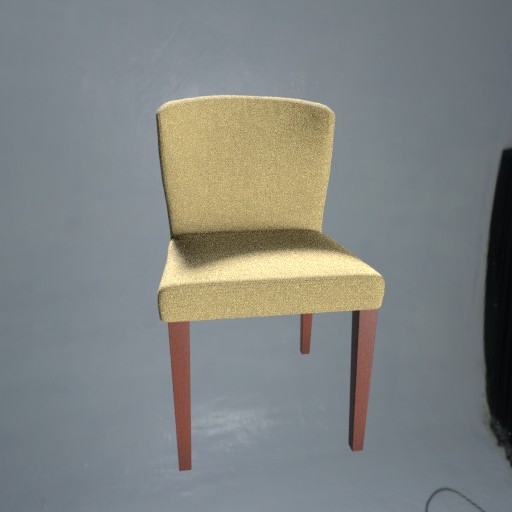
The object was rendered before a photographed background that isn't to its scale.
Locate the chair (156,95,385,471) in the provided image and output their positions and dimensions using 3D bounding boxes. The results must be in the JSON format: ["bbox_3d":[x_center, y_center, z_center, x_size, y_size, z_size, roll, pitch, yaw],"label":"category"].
[{"bbox_3d":[0.000,0.000,1.169,0.491,0.839,0.589,-2,16,-9],"label":"chair"}]
